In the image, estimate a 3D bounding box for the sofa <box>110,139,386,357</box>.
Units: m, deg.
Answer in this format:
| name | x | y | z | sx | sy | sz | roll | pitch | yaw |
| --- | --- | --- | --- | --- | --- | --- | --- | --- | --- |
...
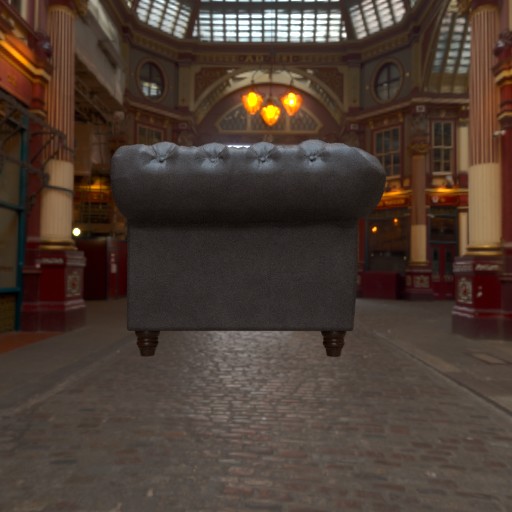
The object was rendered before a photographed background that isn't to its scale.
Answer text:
| name | x | y | z | sx | sy | sz | roll | pitch | yaw |
| --- | --- | --- | --- | --- | --- | --- | --- | --- | --- |
| sofa | 0.000 | 0.000 | 2.440 | 0.944 | 0.779 | 2.048 | 0 | -1 | 1 |
